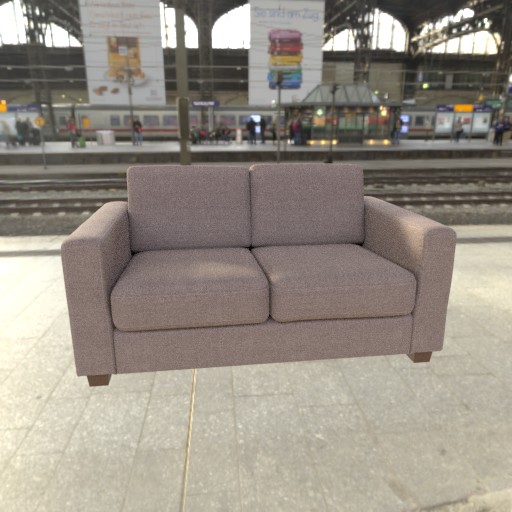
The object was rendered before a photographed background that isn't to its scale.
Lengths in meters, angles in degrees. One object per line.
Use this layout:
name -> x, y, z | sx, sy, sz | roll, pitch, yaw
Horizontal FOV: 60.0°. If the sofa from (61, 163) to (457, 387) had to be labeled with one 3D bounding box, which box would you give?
sofa -> 0.000, 0.000, 2.073 | 1.520, 0.800, 0.900 | -2, 16, -7
